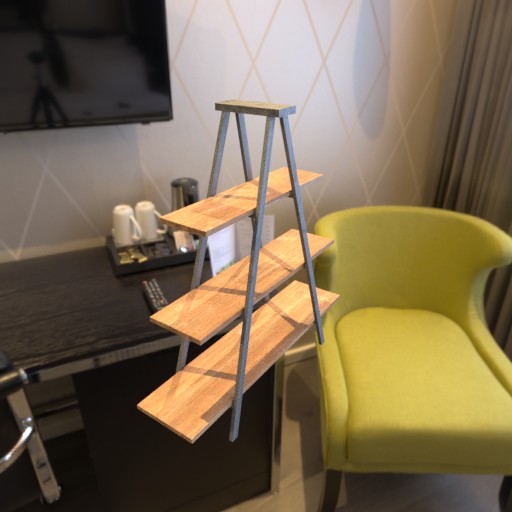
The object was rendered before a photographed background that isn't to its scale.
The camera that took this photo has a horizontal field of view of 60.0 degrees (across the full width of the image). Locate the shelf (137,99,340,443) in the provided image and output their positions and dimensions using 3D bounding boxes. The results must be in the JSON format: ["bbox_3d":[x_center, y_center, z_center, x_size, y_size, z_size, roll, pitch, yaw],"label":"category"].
[{"bbox_3d":[0.000,0.000,2.755,0.508,1.808,1.746,18,31,31],"label":"shelf"}]
